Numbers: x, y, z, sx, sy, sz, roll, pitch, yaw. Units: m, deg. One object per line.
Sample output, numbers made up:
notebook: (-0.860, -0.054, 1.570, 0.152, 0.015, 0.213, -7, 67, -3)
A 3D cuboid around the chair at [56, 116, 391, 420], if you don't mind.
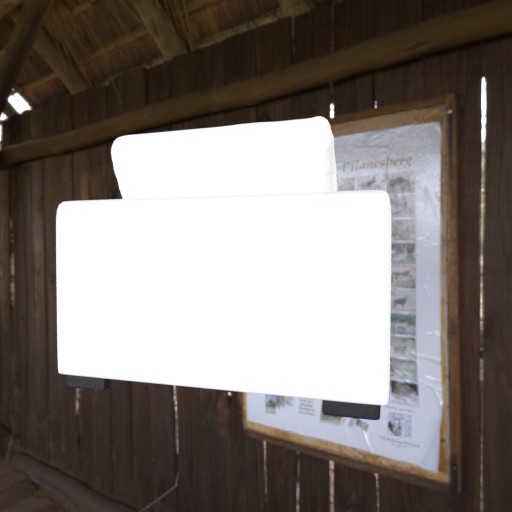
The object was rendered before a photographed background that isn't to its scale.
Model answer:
chair: (0.000, 0.000, 1.842, 1.070, 0.876, 1.100, 0, 1, 17)
